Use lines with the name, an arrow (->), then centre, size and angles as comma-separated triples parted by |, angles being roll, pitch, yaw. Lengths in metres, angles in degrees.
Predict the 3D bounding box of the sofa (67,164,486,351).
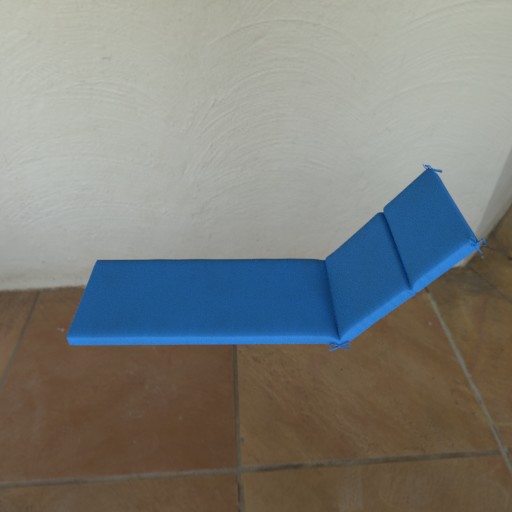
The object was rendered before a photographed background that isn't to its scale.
sofa -> 0.000, 0.000, 1.956 | 1.663, 0.622, 0.582 | 0, 41, 0
